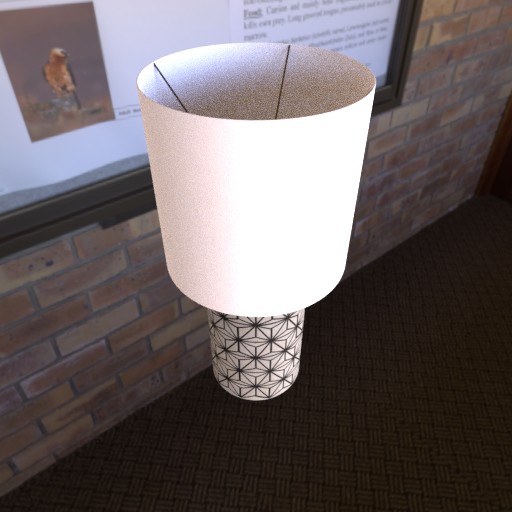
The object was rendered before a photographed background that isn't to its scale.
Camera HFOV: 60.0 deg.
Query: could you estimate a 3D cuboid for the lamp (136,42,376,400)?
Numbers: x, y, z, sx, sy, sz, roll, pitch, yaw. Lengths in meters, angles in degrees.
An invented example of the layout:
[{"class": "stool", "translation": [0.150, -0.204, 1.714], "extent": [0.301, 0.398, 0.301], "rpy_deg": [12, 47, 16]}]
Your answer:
[{"class": "lamp", "translation": [0.000, 0.000, 0.521], "extent": [0.206, 0.416, 0.206], "rpy_deg": [12, 41, 15]}]
